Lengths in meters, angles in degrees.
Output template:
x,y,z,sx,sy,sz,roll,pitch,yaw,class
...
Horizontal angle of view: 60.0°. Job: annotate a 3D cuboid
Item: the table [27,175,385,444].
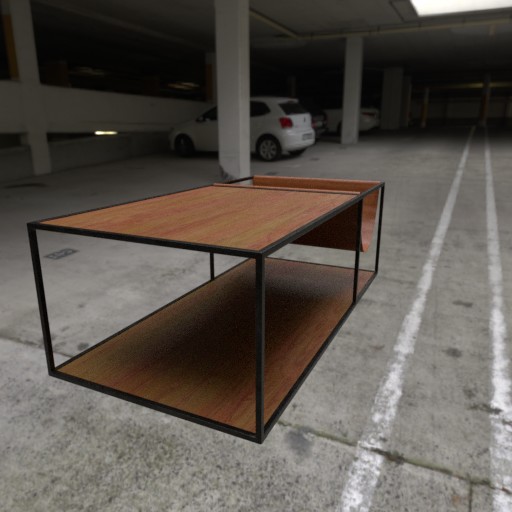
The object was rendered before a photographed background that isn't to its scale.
x,y,z,sx,sy,sz,roll,pitch,yaw,class
0.000,0.000,1.470,0.597,0.403,1.199,8,18,25,table
